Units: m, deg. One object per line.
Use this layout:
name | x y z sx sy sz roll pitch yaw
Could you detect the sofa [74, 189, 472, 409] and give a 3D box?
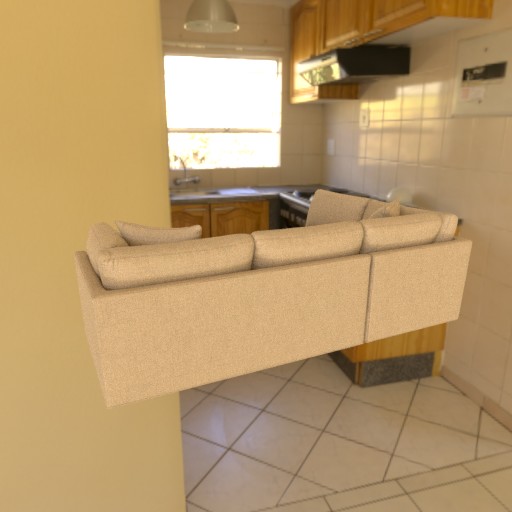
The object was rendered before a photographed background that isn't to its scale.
sofa | 0.000 0.000 3.831 2.896 0.978 1.994 -8 17 -25
